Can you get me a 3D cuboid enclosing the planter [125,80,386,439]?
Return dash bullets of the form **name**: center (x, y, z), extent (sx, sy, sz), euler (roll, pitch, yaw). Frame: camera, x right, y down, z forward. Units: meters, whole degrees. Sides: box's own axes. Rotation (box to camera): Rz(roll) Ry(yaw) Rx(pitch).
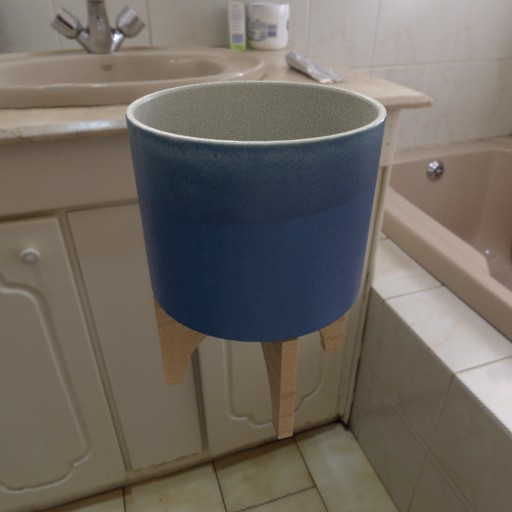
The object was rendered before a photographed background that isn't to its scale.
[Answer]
- **planter**: center (0.000, 0.000, 0.552), extent (0.261, 0.367, 0.261), euler (0, 32, 0)
